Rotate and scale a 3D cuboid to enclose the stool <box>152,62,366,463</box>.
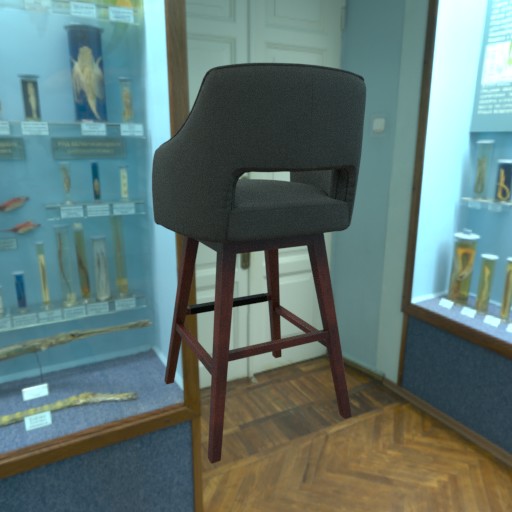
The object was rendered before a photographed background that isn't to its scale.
[{"bbox_3d":[0.000,0.000,1.351,0.548,1.012,0.558,-7,16,-25],"label":"stool"}]
